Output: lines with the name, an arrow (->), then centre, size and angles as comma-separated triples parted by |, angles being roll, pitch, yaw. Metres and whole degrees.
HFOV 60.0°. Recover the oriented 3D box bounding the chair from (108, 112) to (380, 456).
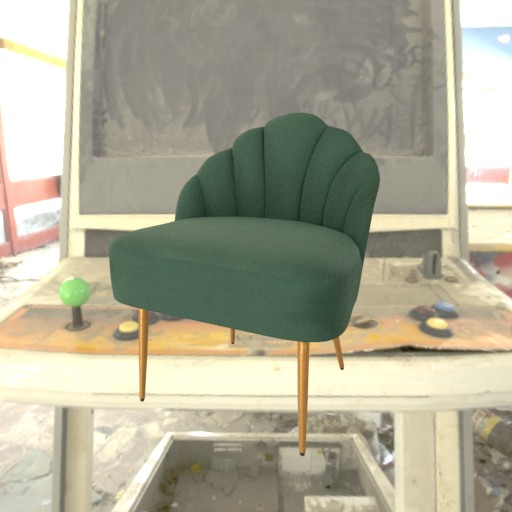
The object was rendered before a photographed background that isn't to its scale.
chair -> 0.000, 0.000, 1.275 | 0.657, 0.819, 0.599 | 7, 16, 27
